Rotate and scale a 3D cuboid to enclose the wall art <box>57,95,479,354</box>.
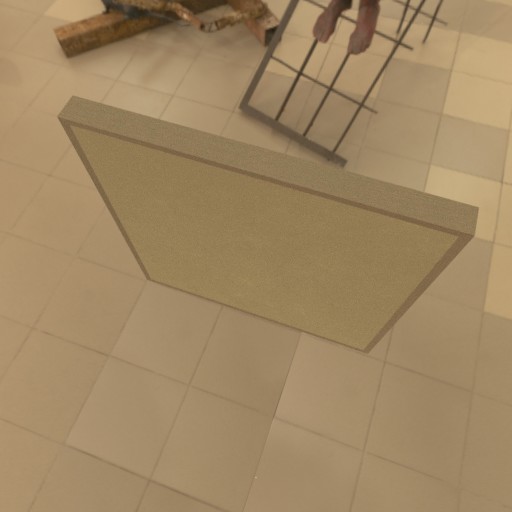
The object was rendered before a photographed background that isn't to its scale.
[{"bbox_3d":[0.000,0.000,0.745,0.508,0.506,0.038,17,65,9],"label":"wall art"}]
